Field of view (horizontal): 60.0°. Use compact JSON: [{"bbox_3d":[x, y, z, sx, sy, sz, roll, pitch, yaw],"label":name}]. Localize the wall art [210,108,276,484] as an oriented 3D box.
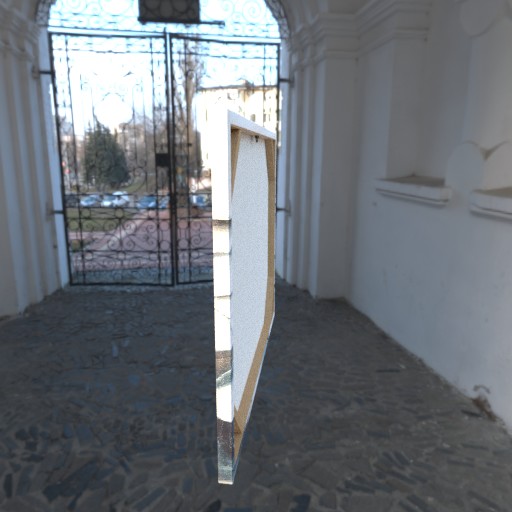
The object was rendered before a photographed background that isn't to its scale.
[{"bbox_3d":[0.000,0.000,1.616,0.039,0.915,1.219,2,13,7],"label":"wall art"}]
